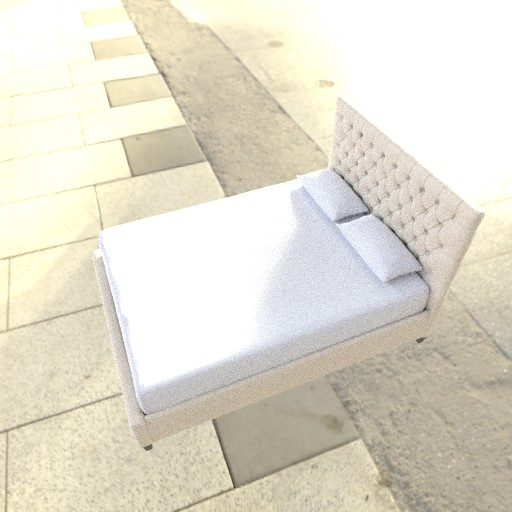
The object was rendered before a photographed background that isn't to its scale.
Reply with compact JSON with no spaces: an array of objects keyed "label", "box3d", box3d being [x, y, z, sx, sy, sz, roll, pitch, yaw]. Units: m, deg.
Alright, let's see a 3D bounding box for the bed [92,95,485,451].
[{"label":"bed","box3d":[0.000,0.000,3.402,2.387,1.427,1.698,-17,48,-16]}]
